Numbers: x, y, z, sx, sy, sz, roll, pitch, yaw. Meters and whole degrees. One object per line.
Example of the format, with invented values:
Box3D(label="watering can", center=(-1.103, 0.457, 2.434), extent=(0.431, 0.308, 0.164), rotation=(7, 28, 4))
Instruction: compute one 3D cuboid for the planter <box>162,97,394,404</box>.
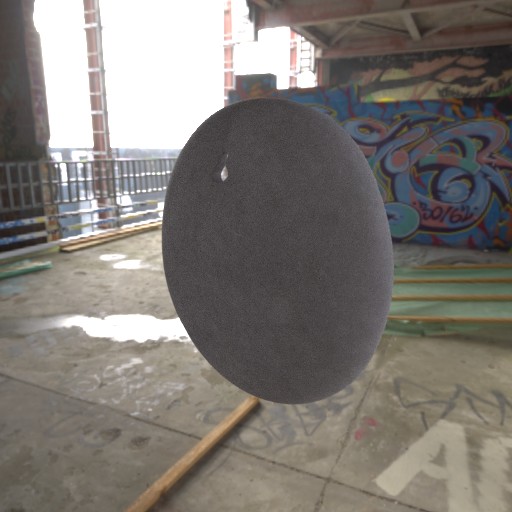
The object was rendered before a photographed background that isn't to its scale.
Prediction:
Box3D(label="planter", center=(0.000, 0.000, 0.278), extent=(0.071, 0.188, 0.185), rotation=(-13, 19, -43))
